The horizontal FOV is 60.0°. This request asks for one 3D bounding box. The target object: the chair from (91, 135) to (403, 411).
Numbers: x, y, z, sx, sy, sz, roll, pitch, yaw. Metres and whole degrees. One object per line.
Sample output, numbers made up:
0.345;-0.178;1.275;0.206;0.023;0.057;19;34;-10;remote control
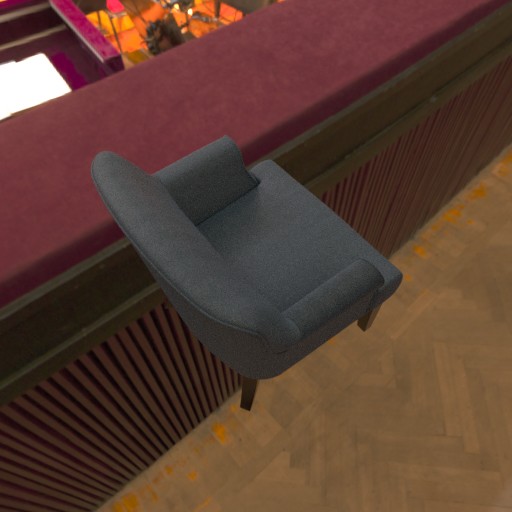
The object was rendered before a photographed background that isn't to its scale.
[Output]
0.000;0.000;1.500;0.754;0.878;0.770;-33;62;-20;chair
